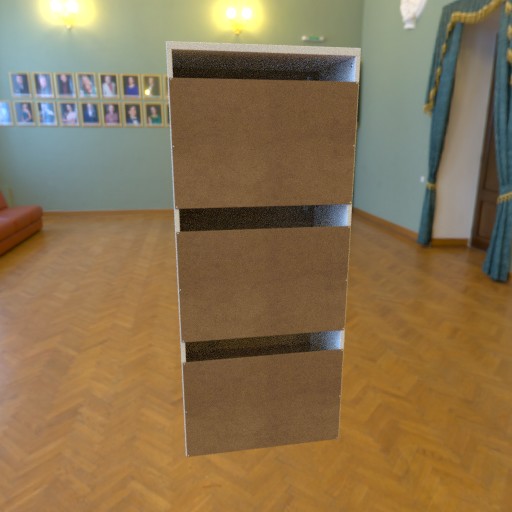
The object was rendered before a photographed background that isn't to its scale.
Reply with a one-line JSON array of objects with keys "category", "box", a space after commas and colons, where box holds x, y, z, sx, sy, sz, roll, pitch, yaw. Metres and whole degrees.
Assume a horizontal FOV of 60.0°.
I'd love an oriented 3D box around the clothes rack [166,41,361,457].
[{"category": "clothes rack", "box": [0.000, 0.000, 1.423, 0.500, 1.187, 0.331, -3, 15, -10]}]
